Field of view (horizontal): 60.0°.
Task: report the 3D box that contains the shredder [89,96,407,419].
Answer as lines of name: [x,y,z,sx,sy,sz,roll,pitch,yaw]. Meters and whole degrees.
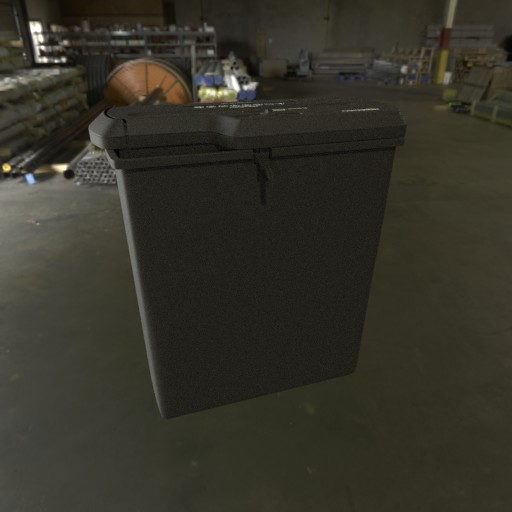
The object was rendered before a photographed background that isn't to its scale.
shredder: [0.000,0.000,0.514,0.320,0.335,0.170,-9,28,-16]
